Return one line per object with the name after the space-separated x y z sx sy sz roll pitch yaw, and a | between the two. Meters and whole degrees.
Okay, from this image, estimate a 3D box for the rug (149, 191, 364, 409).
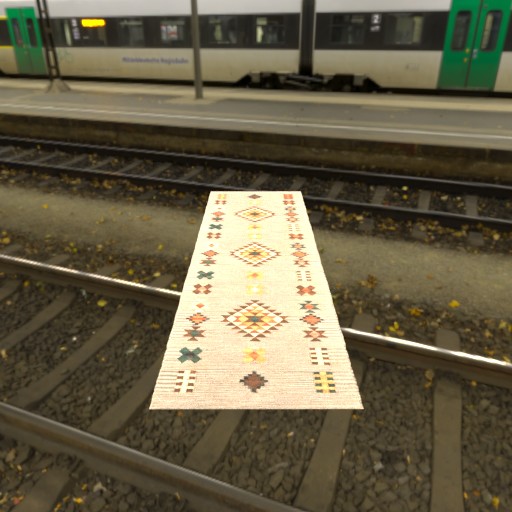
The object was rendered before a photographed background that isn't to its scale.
0.000 0.000 2.662 0.766 0.008 2.432 0 26 0 | rug
